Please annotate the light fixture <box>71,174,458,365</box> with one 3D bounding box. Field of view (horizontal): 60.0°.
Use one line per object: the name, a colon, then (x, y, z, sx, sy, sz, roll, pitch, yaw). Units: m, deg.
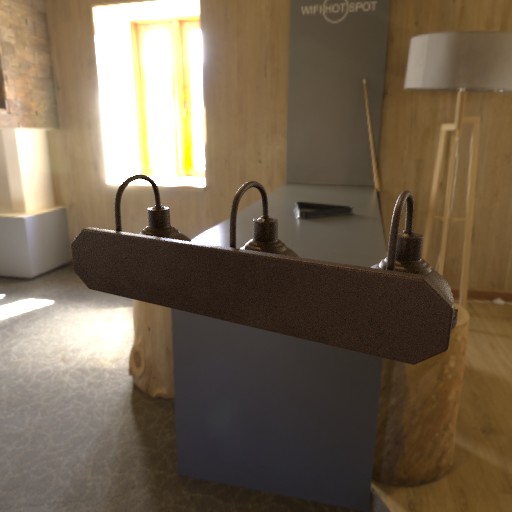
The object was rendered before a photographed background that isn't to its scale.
light fixture: (0.000, 0.000, 0.749, 0.634, 0.254, 0.229, 8, 18, 27)
